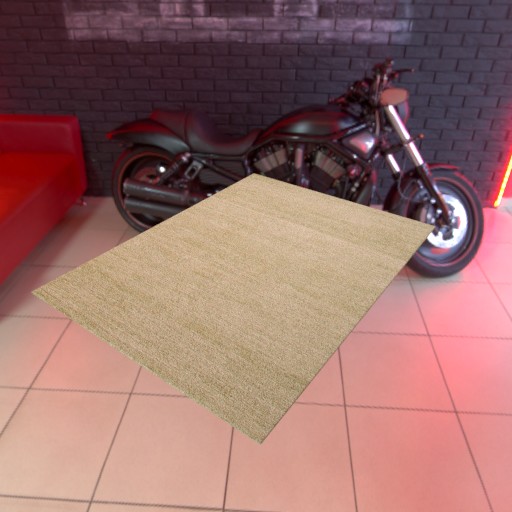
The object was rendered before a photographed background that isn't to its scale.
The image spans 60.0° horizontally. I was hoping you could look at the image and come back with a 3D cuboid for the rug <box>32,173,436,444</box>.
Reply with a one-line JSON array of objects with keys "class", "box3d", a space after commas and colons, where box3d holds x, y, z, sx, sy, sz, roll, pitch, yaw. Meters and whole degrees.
[{"class": "rug", "box3d": [0.000, 0.000, 4.270, 2.425, 0.016, 3.198, 22, 39, 30]}]
